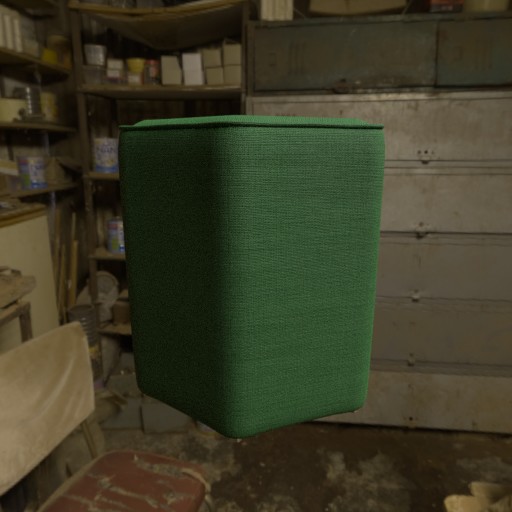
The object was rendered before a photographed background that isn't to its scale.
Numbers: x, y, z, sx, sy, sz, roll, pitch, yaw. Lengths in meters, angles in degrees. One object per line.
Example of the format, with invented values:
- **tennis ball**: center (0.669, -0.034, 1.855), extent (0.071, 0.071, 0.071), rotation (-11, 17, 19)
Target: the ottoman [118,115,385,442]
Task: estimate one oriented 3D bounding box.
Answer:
- **ottoman**: center (0.000, 0.000, 0.878), extent (0.444, 0.507, 0.499), rotation (2, 14, 8)
